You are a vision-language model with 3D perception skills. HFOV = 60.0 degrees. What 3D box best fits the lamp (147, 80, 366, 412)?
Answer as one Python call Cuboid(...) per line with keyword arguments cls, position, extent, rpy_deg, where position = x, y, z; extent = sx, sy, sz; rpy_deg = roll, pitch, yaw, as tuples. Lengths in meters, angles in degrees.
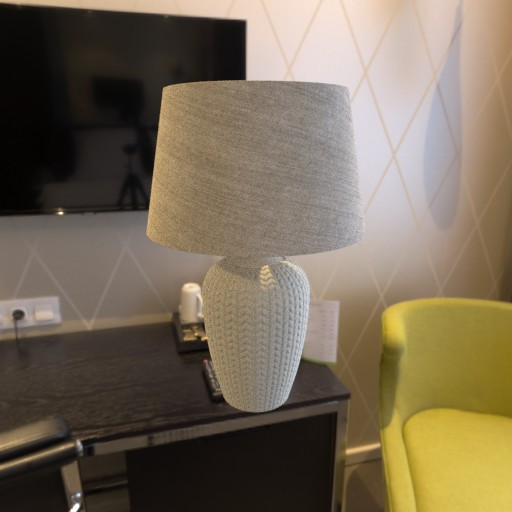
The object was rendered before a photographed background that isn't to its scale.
Cuboid(cls="lamp", position=(0.000, 0.000, 0.826), extent=(0.390, 0.580, 0.390), rpy_deg=(0, 16, 0))
